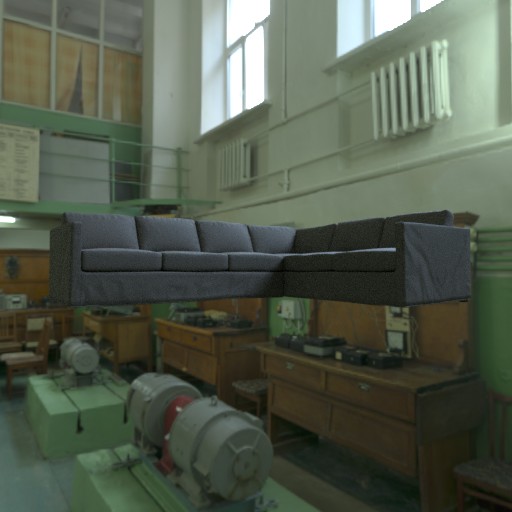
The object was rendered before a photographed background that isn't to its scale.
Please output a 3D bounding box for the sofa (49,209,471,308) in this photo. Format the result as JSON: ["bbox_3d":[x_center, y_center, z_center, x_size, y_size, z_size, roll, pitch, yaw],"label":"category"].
[{"bbox_3d":[0.000,0.000,4.172,3.182,0.871,2.432,1,-2,-35],"label":"sofa"}]
